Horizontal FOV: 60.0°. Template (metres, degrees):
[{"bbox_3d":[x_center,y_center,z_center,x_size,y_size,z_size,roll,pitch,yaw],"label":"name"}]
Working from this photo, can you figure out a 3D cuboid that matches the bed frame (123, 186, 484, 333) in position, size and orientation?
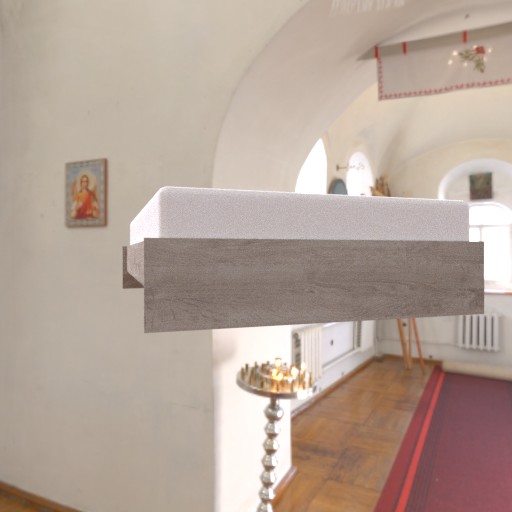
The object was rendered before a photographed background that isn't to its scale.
[{"bbox_3d":[0.000,0.000,2.623,1.445,0.497,1.945,0,0,-19],"label":"bed frame"}]
